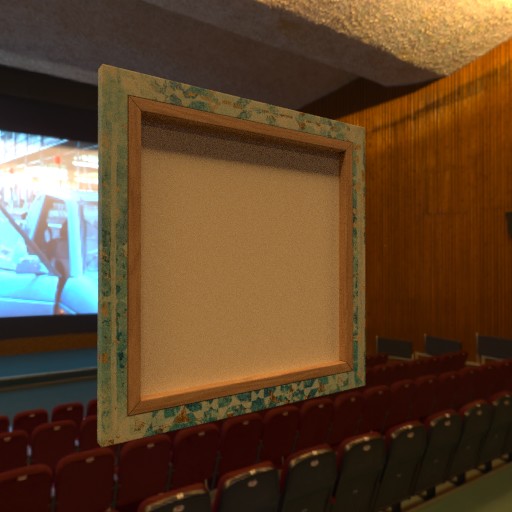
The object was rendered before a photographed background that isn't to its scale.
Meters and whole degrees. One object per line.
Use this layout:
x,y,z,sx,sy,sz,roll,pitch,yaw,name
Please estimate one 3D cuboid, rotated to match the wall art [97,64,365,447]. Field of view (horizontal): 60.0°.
0.000,0.000,1.331,0.916,0.916,0.040,0,0,-34,wall art
